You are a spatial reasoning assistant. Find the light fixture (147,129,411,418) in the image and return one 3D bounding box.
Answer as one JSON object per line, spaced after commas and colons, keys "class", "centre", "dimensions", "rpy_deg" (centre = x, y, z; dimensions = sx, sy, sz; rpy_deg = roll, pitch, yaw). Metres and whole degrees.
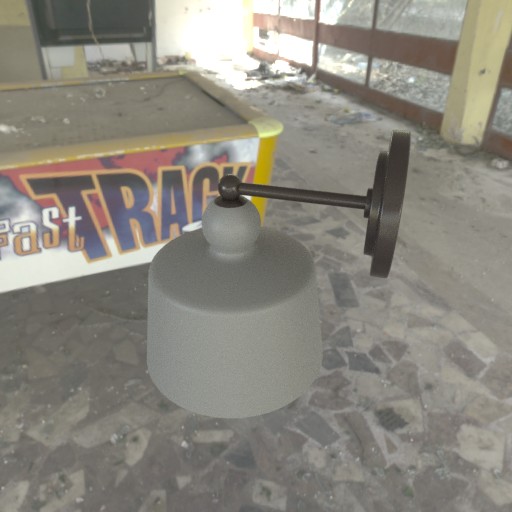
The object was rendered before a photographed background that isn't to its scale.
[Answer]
{"class": "light fixture", "centre": [0.000, 0.000, 0.448], "dimensions": [0.254, 0.268, 0.204], "rpy_deg": [9, 32, 14]}
